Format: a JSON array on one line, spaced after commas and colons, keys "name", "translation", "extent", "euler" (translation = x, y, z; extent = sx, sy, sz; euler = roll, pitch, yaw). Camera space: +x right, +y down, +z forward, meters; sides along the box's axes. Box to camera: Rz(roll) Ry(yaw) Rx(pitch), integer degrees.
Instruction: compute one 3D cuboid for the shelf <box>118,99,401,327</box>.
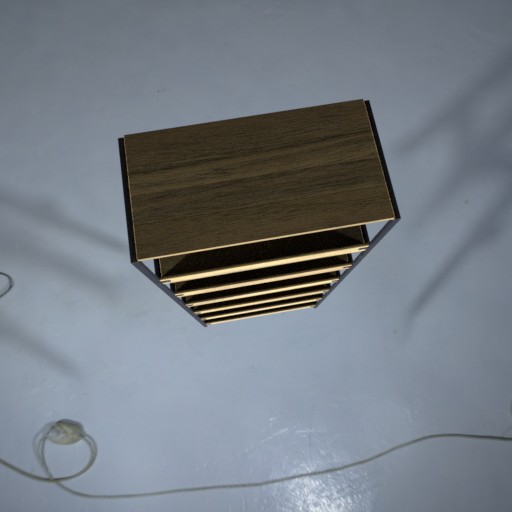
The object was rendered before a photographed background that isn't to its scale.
[{"name": "shelf", "translation": [0.000, 0.000, 2.381], "extent": [0.847, 2.015, 0.431], "euler": [-9, 76, -2]}]
